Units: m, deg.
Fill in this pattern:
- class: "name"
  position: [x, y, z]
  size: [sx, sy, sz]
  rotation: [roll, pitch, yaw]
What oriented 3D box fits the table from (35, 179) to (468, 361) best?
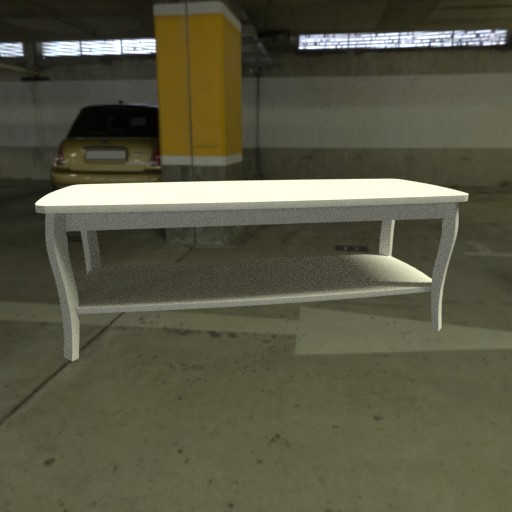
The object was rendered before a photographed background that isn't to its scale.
- class: "table"
  position: [0.000, 0.000, 1.579]
  size: [1.334, 0.474, 0.561]
  rotation: [-3, 16, -9]
